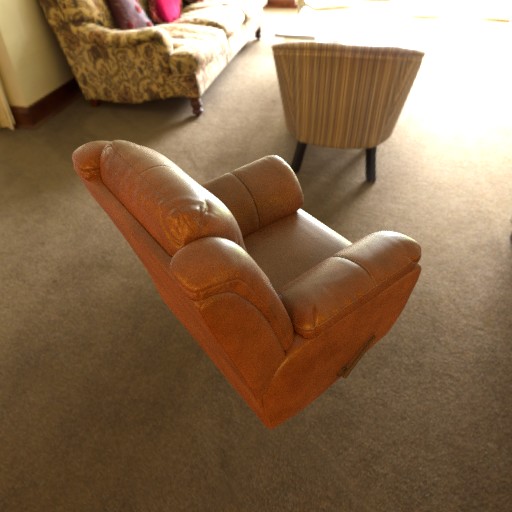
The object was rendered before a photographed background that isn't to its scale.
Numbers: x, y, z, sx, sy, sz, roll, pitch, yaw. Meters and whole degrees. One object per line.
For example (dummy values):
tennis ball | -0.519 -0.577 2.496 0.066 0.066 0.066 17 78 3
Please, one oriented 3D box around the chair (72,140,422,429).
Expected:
chair | 0.000 0.000 1.863 1.041 1.093 0.990 -26 47 -27
